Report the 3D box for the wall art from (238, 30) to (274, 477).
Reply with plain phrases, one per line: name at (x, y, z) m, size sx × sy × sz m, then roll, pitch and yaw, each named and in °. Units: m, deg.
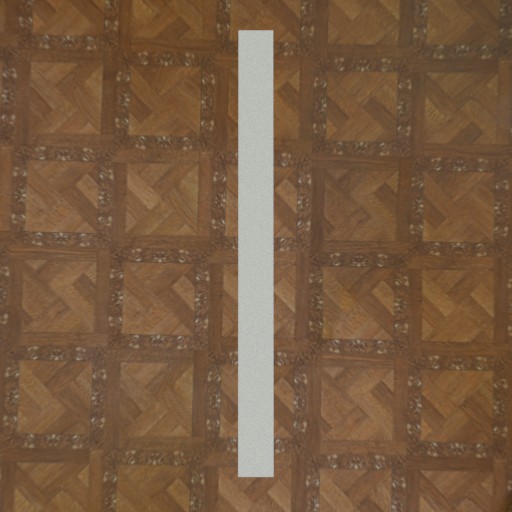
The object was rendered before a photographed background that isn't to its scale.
wall art at (0.000, 0.000, 0.454) m, size 0.024 × 0.304 × 0.304 m, roll 0°, pitch 89°, yaw 0°
